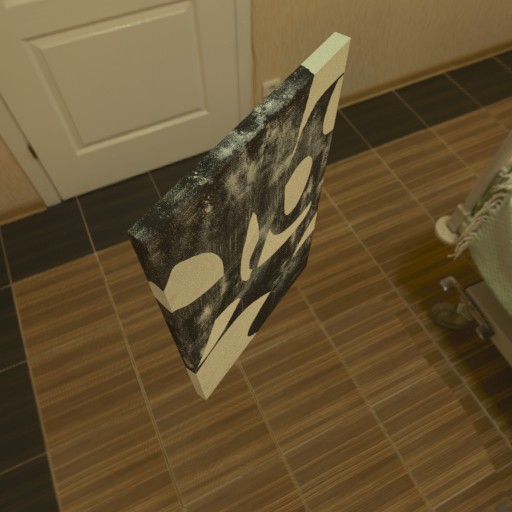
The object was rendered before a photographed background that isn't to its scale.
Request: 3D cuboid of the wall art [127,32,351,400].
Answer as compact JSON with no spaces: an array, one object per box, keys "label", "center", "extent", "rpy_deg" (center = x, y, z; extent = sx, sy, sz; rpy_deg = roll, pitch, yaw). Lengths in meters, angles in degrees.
[{"label":"wall art","center":[0.000,0.000,1.162],"extent":[0.041,0.915,0.610],"rpy_deg":[31,63,18]}]
